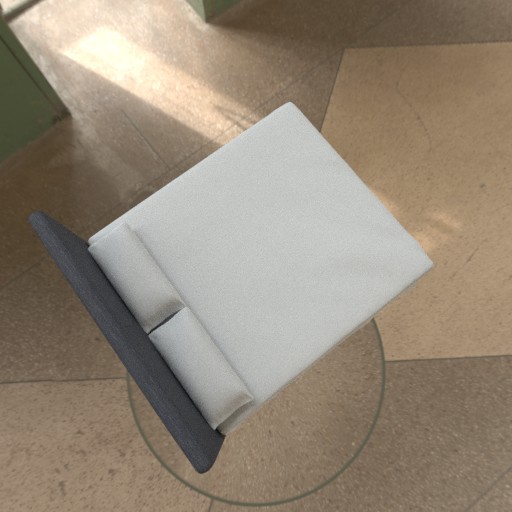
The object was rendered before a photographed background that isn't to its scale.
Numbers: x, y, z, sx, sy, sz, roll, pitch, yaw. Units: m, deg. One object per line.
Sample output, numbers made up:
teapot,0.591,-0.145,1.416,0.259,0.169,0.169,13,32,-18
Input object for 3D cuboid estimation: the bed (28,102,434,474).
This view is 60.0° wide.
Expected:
bed,0.000,0.000,3.275,2.142,1.330,1.884,-37,79,-8
